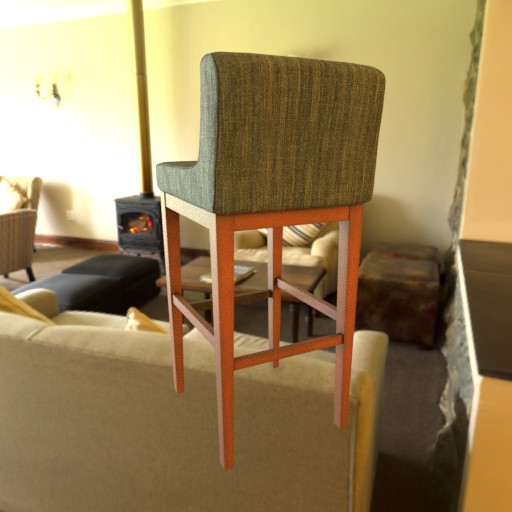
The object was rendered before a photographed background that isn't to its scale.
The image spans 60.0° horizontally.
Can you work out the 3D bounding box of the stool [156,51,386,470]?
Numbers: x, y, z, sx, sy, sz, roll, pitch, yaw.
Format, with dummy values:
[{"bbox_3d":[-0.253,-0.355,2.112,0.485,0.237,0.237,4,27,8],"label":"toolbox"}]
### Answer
[{"bbox_3d":[0.000,0.000,1.237,0.426,0.965,0.499,-7,16,-26],"label":"stool"}]
